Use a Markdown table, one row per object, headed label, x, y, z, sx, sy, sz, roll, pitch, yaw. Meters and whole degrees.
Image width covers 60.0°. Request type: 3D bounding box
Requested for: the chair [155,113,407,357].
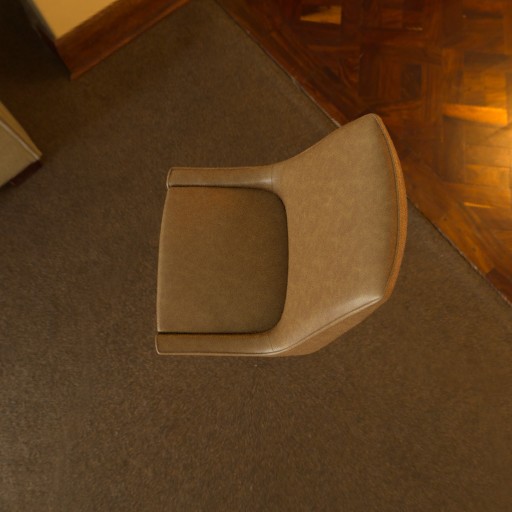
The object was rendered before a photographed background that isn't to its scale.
| label | x | y | z | sx | sy | sz | roll | pitch | yaw |
| --- | --- | --- | --- | --- | --- | --- | --- | --- | --- |
| chair | 0.000 | 0.000 | 1.198 | 0.544 | 0.861 | 0.529 | 1 | 76 | 0 |
